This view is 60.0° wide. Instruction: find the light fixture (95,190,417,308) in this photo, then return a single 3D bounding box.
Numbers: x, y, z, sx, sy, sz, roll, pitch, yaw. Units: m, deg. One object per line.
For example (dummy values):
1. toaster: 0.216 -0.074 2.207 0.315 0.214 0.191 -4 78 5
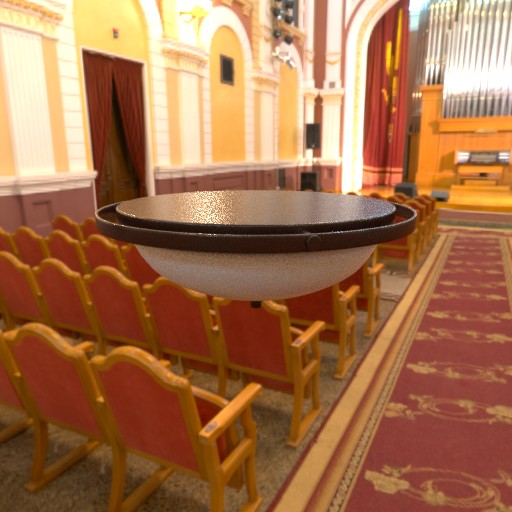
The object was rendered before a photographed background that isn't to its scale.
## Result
1. light fixture: 0.000 0.000 0.540 0.361 0.130 0.361 0 14 0
